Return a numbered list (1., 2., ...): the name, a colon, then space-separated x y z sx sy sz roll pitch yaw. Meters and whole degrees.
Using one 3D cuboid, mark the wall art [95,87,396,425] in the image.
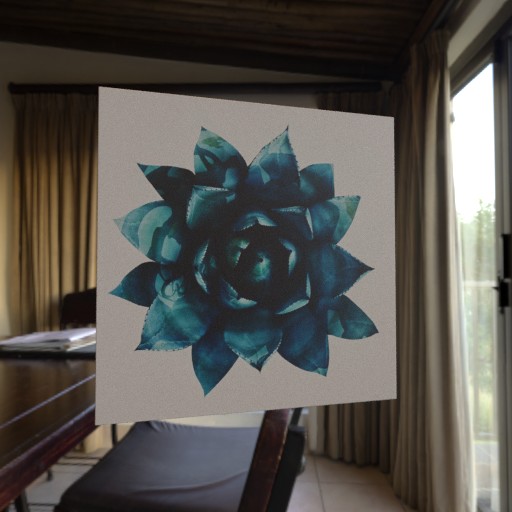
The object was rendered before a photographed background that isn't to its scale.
1. wall art: 0.000 0.000 0.604 0.406 0.406 0.038 0 -2 -16
